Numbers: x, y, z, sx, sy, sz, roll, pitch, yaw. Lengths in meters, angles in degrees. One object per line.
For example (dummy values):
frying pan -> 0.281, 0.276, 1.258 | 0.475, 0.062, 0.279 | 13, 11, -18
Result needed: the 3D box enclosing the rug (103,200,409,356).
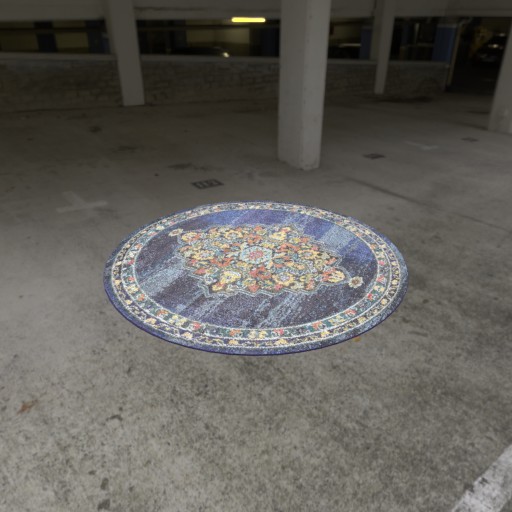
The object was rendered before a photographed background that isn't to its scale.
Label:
rug -> 0.000, 0.000, 2.412 | 1.591, 0.010, 1.591 | 0, 29, 0
